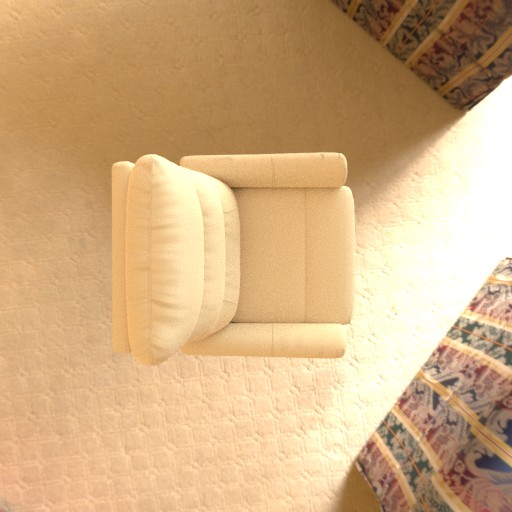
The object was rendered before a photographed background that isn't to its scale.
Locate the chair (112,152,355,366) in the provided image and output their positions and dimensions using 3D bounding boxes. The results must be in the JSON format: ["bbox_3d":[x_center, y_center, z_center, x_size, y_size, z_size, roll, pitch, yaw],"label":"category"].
[{"bbox_3d":[0.000,0.000,1.660,0.831,1.082,0.775,0,91,-1],"label":"chair"}]
